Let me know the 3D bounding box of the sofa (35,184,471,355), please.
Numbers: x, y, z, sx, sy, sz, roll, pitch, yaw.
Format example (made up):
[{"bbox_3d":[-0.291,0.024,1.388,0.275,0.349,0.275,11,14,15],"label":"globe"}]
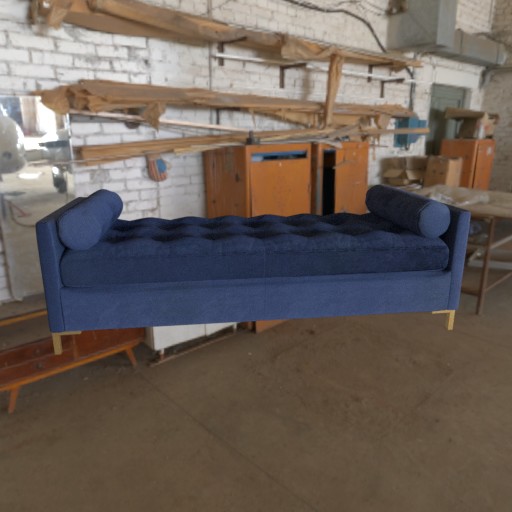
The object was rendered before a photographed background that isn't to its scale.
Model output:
[{"bbox_3d":[0.000,0.000,2.526,2.102,0.705,0.796,-2,16,-7],"label":"sofa"}]
